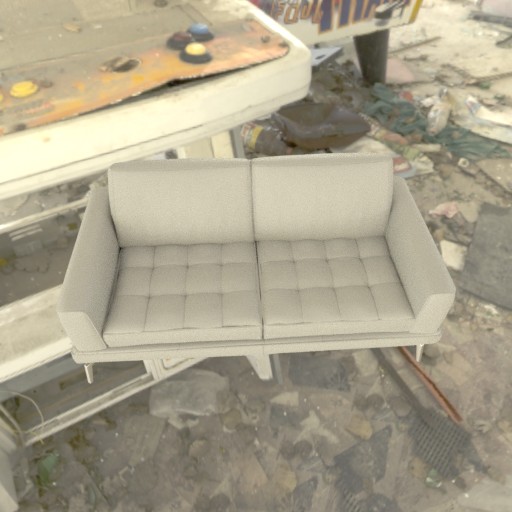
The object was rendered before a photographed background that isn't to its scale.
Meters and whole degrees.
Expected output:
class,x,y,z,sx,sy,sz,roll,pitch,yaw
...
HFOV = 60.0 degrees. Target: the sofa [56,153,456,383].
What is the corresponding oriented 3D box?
class,x,y,z,sx,sy,sz,roll,pitch,yaw
sofa,0.000,0.000,2.770,2.177,0.930,1.121,-3,46,-2
